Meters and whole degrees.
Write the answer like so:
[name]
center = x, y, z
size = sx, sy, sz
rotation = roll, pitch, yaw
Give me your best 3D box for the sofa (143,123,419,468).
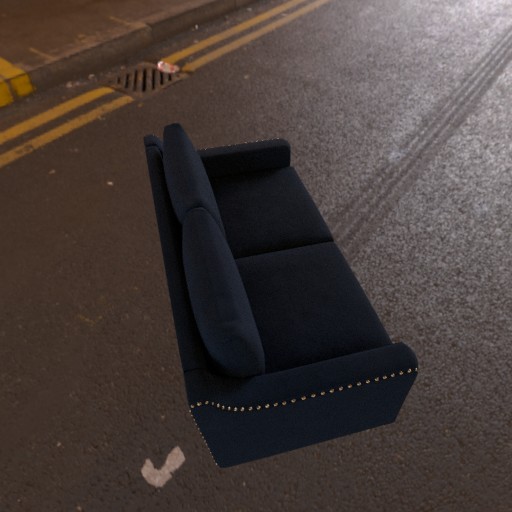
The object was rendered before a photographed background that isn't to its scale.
[sofa]
center = 0.000, 0.000, 2.767
size = 1.104, 0.983, 2.107
rotation = -11, 47, -10
